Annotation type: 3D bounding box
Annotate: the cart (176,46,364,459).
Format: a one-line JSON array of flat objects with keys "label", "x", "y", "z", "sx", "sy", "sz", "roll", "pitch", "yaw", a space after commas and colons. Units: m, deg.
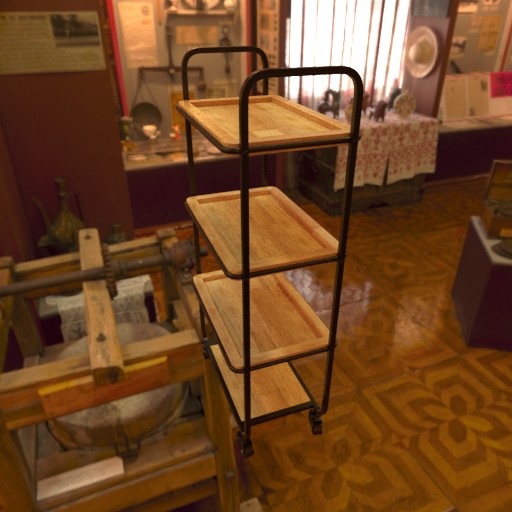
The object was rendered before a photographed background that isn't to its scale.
[{"label": "cart", "x": 0.000, "y": 0.000, "z": 1.300, "sx": 0.321, "sy": 1.080, "sz": 0.545, "roll": -10, "pitch": 31, "yaw": -18}]
